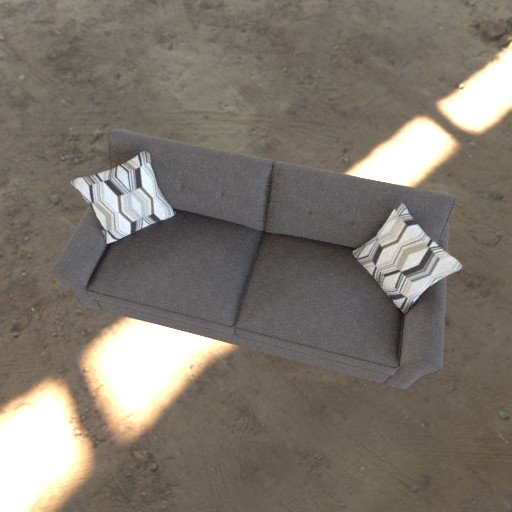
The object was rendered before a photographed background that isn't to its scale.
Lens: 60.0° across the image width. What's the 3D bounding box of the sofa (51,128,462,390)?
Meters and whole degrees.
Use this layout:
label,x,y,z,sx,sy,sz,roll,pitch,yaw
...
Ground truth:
label,x,y,z,sx,sy,sz,roll,pitch,yaw
sofa,0.000,0.000,2.486,2.032,0.813,0.889,13,59,8
